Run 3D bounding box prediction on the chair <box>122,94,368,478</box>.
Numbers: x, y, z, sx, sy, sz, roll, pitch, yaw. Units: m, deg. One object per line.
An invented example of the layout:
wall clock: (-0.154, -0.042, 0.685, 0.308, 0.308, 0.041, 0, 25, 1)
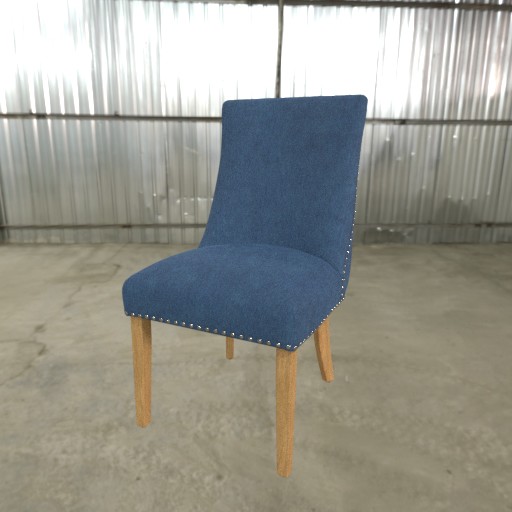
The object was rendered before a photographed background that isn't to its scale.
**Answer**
chair: (0.000, 0.000, 1.271, 0.495, 0.902, 0.610, 7, 16, 25)
